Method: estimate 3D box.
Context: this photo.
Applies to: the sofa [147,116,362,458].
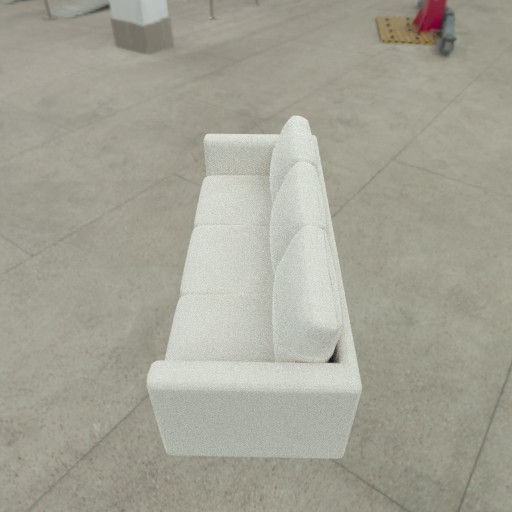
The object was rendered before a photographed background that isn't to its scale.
[{"bbox_3d":[0.000,0.000,2.493,0.802,0.912,2.029,1,41,1],"label":"sofa"}]
